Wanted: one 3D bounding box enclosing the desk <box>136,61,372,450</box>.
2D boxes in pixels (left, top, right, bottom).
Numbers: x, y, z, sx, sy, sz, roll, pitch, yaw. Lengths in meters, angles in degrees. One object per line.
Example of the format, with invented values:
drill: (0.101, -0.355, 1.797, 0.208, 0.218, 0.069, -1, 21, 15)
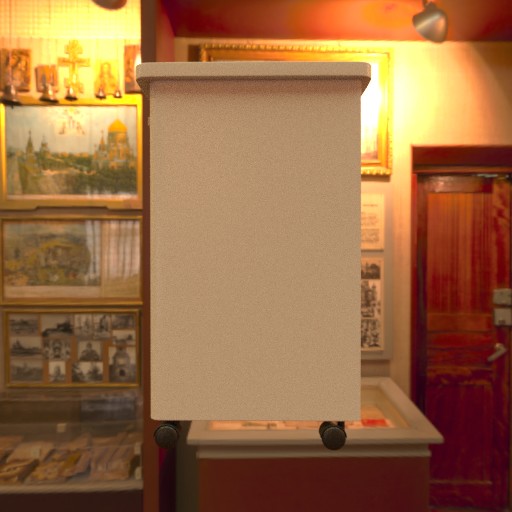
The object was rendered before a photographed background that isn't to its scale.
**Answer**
desk: (0.000, 0.000, 1.300, 0.475, 0.763, 0.877, 0, 1, 1)
